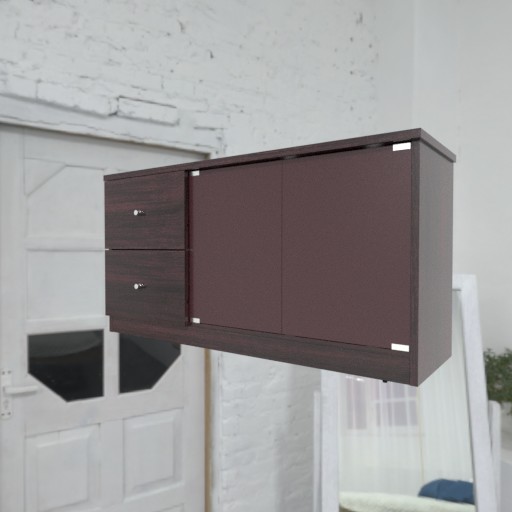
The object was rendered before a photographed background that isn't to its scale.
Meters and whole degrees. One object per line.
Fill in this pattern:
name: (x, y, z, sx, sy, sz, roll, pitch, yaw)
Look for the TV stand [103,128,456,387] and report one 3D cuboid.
TV stand: (0.000, 0.000, 1.522, 1.192, 0.614, 0.404, 1, 2, 35)
